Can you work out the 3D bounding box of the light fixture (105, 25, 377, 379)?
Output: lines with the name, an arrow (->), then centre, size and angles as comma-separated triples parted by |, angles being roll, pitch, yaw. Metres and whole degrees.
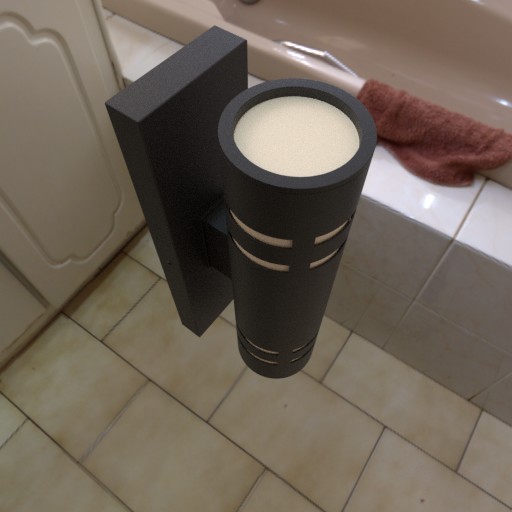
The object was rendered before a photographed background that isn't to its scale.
light fixture -> 0.000, 0.000, 0.402 | 0.149, 0.330, 0.105 | 33, 63, 19
